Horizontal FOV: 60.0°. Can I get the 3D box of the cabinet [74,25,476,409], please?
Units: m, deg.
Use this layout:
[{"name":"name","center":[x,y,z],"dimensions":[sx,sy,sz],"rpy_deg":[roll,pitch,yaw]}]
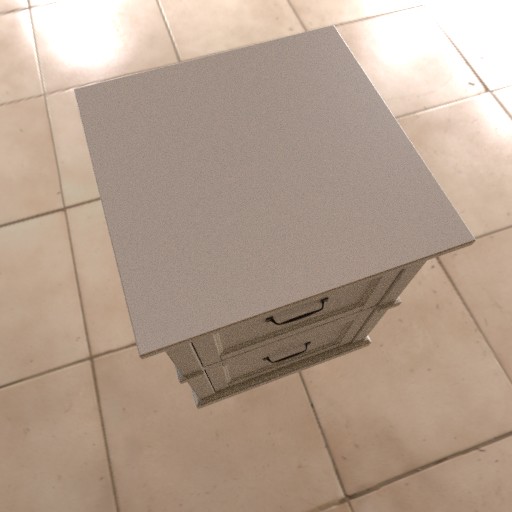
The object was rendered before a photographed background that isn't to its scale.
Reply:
[{"name":"cabinet","center":[0.000,0.000,1.120],"dimensions":[0.544,0.775,0.547],"rpy_deg":[-18,65,-9]}]
